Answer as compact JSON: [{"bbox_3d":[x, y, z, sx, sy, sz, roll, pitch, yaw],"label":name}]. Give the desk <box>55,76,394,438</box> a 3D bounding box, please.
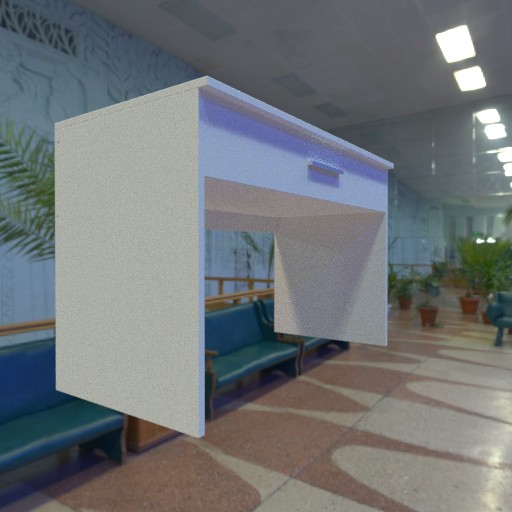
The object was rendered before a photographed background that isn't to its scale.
[{"bbox_3d":[0.000,0.000,1.493,0.560,0.730,1.100,0,1,36],"label":"desk"}]
